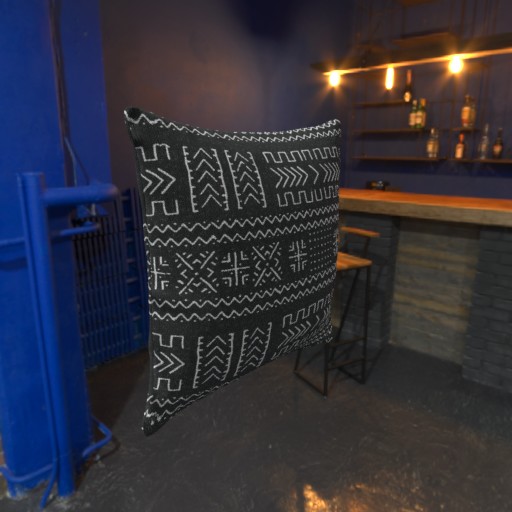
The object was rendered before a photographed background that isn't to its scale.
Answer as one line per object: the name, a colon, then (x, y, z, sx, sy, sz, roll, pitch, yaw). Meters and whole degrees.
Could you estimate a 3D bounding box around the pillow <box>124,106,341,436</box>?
pillow: (0.000, 0.000, 0.696, 0.164, 0.430, 0.438, 13, 19, 42)
